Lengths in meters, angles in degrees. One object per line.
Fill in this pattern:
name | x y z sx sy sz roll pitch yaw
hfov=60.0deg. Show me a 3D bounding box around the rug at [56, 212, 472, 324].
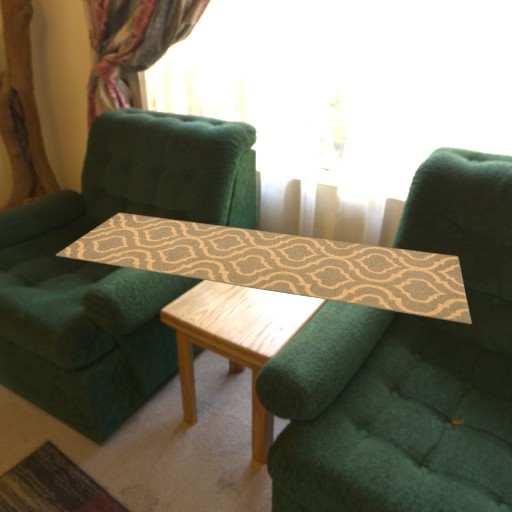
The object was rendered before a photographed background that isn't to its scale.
rug | 0.000 0.000 2.609 2.275 0.009 0.684 8 29 15
